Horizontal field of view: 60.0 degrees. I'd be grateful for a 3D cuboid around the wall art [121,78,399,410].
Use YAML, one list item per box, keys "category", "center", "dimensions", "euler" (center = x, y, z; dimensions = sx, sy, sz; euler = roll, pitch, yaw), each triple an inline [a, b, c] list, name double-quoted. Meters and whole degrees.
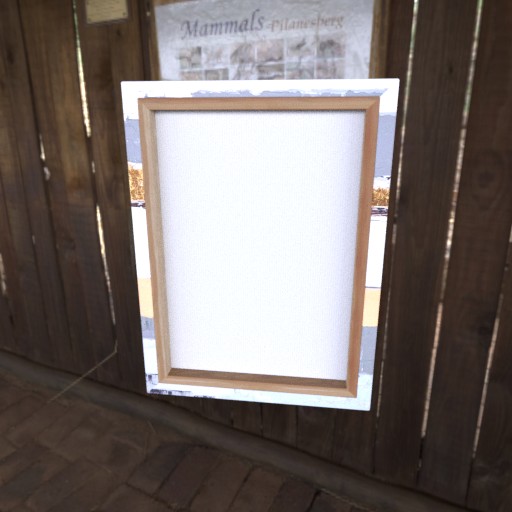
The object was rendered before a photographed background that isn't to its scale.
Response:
- category: "wall art"
  center: [0.000, 0.000, 0.826]
  dimensions: [0.456, 0.609, 0.038]
  euler: [2, 17, 7]
